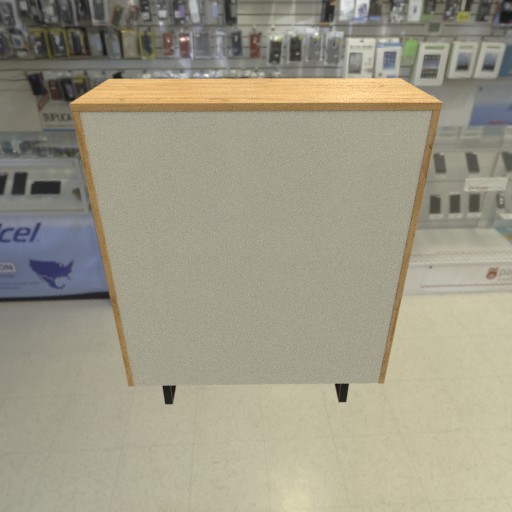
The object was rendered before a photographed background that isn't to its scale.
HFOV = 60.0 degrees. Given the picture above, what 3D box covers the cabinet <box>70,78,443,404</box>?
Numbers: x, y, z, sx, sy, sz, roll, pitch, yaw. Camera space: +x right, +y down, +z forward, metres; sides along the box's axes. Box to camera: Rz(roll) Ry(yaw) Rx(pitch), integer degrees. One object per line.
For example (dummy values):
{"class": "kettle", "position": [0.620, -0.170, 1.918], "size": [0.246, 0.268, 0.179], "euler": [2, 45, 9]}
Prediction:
{"class": "cabinet", "position": [0.000, 0.000, 1.947], "size": [1.168, 1.397, 0.473], "euler": [0, 31, -1]}
